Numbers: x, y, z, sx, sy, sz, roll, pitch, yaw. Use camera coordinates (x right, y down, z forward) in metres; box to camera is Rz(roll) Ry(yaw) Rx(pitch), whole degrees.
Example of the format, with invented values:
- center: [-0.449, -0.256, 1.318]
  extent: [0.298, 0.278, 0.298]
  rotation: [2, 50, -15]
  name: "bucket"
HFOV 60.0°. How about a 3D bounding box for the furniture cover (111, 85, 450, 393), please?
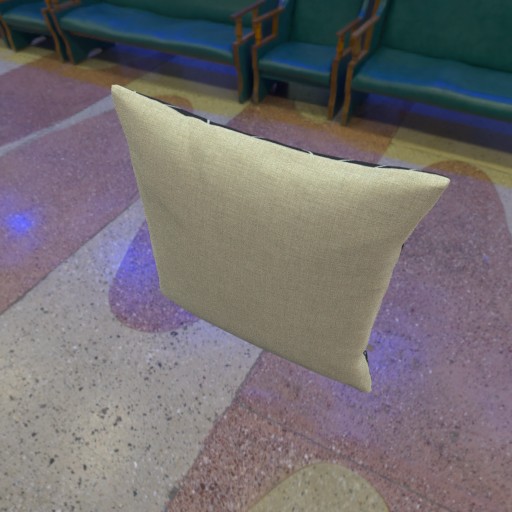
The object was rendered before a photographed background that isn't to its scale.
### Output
- center: [0.000, 0.000, 0.779]
  extent: [0.517, 0.508, 0.158]
  rotation: [22, 50, 20]
  name: "furniture cover"
